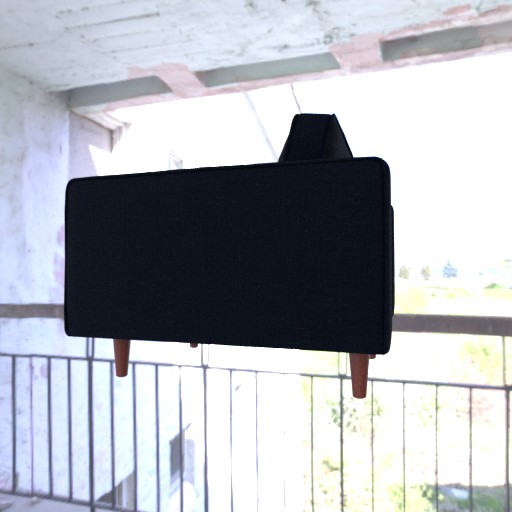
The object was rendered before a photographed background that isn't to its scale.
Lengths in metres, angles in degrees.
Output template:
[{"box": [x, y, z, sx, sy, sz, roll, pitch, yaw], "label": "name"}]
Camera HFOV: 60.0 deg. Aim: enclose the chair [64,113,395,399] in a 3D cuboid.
[{"box": [0.000, 0.000, 1.551, 0.920, 0.770, 0.899, 0, -1, 18], "label": "chair"}]
